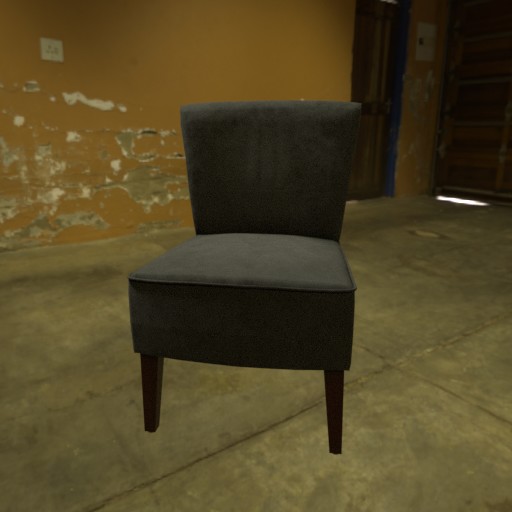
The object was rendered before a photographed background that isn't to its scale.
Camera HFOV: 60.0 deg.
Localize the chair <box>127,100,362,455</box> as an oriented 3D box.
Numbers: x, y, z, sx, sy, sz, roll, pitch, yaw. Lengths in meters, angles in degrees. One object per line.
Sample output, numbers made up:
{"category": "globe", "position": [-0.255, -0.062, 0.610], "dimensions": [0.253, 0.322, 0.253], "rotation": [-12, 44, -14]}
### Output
{"category": "chair", "position": [0.000, 0.000, 1.166], "dimensions": [0.521, 0.806, 0.554], "rotation": [3, 15, 9]}
